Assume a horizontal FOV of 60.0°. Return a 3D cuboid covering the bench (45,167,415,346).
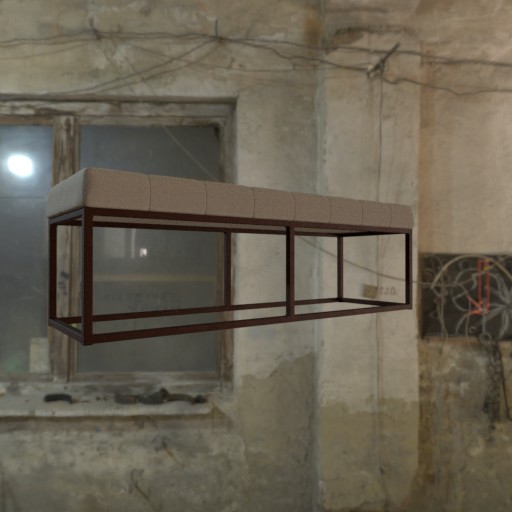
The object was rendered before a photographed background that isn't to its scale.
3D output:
[{"bbox_3d":[0.000,0.000,1.791,1.488,0.488,0.479,0,-1,-36],"label":"bench"}]
